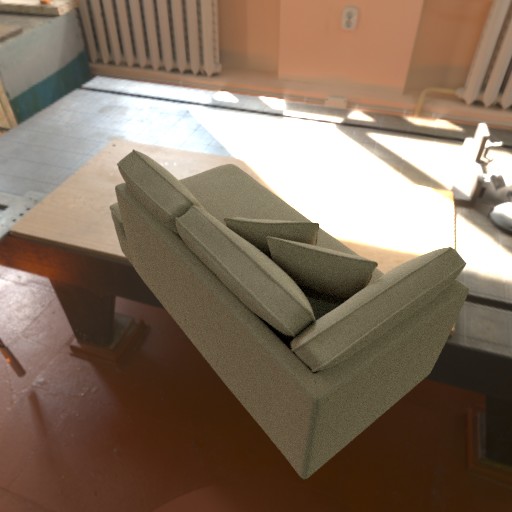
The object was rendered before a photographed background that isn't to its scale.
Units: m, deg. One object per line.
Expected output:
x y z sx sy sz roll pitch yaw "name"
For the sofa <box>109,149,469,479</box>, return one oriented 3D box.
0.000 0.000 2.852 1.110 1.033 2.237 -26 48 -27 "sofa"
